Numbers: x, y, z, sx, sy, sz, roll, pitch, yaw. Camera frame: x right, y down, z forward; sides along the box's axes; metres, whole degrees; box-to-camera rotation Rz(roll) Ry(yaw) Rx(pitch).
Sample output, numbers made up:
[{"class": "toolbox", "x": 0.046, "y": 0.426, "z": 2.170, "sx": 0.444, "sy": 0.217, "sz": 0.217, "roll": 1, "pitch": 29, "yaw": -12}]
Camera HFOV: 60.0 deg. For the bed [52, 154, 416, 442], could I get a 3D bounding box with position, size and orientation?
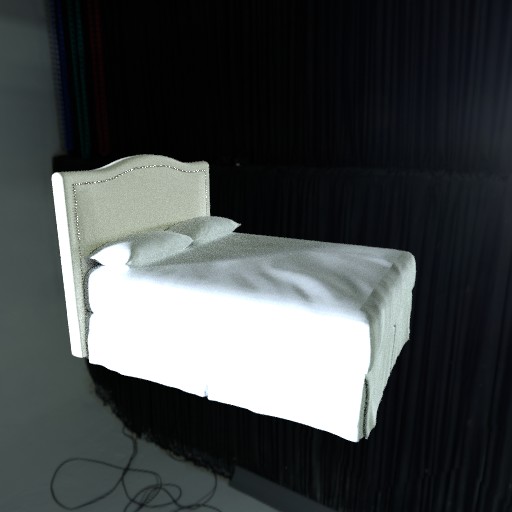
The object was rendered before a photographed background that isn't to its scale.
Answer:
[{"class": "bed", "x": 0.000, "y": 0.000, "z": 3.338, "sx": 2.143, "sy": 1.460, "sz": 1.753, "roll": 7, "pitch": 16, "yaw": 26}]
